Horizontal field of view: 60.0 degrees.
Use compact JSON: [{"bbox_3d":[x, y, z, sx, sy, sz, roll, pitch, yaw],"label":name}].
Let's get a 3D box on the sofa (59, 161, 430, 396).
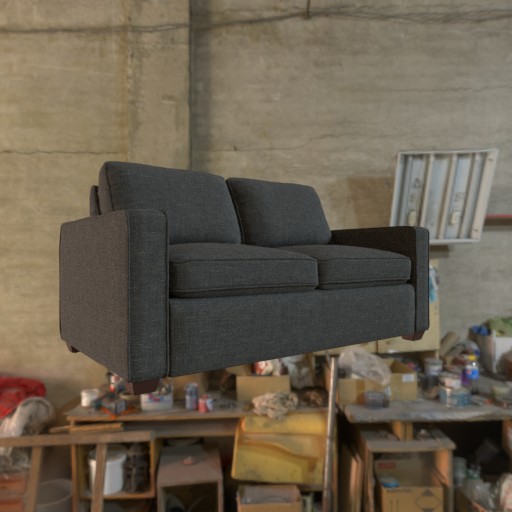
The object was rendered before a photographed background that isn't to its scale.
[{"bbox_3d":[0.000,0.000,2.271,1.709,0.918,0.947,0,0,-36],"label":"sofa"}]
